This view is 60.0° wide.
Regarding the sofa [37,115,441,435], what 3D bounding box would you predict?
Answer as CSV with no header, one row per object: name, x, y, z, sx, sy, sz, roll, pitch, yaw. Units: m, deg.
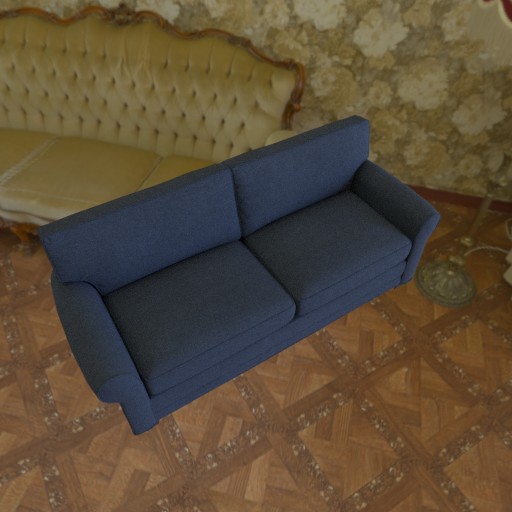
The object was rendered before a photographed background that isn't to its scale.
sofa,0.000,0.000,2.838,2.391,1.026,0.954,-25,51,-22
